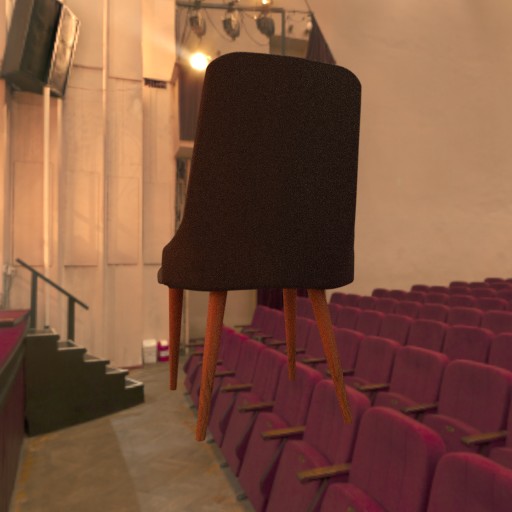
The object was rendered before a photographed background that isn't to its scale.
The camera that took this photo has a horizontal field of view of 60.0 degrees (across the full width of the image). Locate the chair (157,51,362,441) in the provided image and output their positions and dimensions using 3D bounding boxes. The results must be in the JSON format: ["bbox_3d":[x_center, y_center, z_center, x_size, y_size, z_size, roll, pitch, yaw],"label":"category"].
[{"bbox_3d":[0.000,0.000,1.175,0.504,0.820,0.567,0,-1,-17],"label":"chair"}]
